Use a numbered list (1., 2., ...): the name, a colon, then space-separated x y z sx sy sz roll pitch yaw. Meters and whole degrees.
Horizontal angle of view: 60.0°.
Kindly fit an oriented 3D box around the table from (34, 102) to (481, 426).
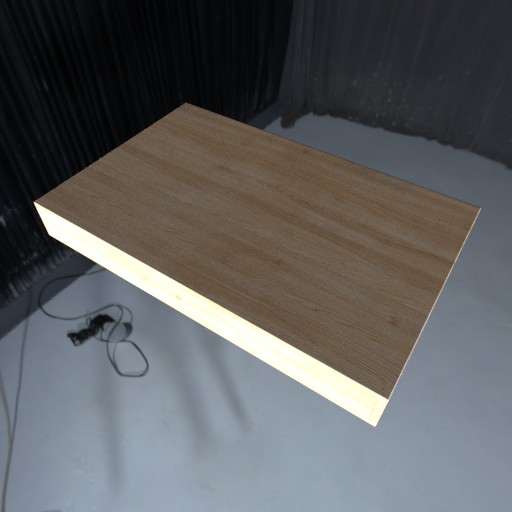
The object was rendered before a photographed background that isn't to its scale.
1. table: 0.000 0.000 1.452 1.100 0.440 0.700 26 53 22
